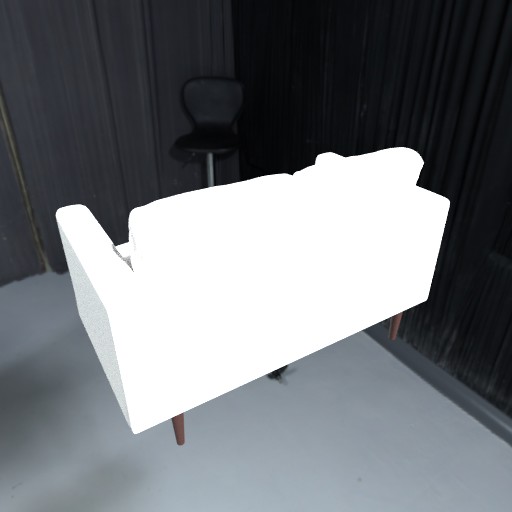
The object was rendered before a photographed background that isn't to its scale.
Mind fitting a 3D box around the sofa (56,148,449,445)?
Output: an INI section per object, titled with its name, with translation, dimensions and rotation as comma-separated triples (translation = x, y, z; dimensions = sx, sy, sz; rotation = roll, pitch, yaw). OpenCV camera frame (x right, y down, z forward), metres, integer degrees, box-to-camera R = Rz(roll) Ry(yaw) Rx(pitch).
[sofa]
translation = 0.000, 0.000, 1.922
dimensions = 1.430, 0.908, 0.796
rotation = -17, 34, -27
